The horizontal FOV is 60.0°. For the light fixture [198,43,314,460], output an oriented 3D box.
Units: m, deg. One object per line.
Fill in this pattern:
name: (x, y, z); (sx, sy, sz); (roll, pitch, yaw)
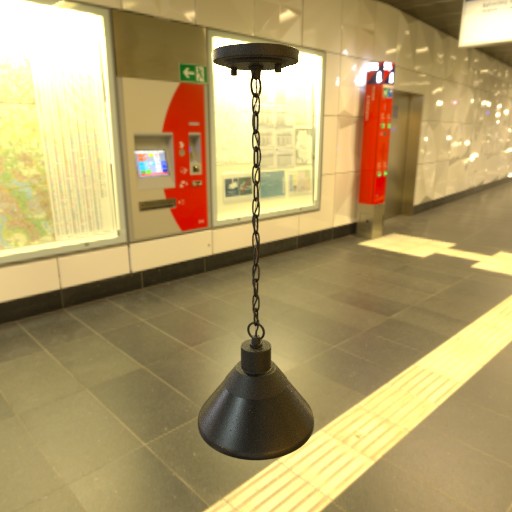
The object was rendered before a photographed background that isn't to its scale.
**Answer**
light fixture: (0.000, 0.000, 0.692); (0.201, 0.588, 0.201); (8, 17, 26)
